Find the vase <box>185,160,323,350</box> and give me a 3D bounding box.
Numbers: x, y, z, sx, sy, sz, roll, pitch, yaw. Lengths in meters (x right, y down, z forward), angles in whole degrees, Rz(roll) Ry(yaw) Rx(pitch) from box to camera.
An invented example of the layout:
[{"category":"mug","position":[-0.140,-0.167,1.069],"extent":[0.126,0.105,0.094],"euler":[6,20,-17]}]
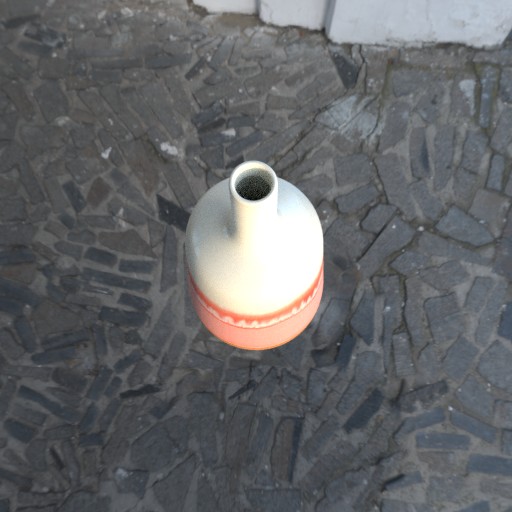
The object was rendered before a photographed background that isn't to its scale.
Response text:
[{"category":"vase","position":[0.000,0.000,0.377],"extent":[0.144,0.296,0.144],"euler":[0,75,0]}]
